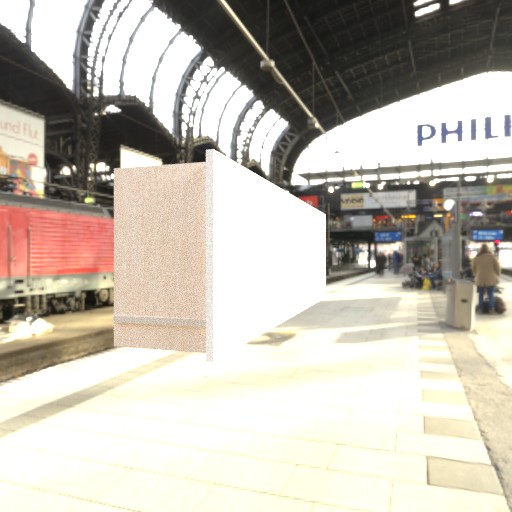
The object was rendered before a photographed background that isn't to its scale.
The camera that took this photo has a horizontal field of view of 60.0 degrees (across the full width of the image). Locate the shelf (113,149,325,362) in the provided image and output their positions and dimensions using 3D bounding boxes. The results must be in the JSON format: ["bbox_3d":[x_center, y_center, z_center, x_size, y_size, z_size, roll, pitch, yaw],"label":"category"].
[{"bbox_3d":[0.000,0.000,1.140,0.200,0.300,1.020,0,0,18],"label":"shelf"}]
